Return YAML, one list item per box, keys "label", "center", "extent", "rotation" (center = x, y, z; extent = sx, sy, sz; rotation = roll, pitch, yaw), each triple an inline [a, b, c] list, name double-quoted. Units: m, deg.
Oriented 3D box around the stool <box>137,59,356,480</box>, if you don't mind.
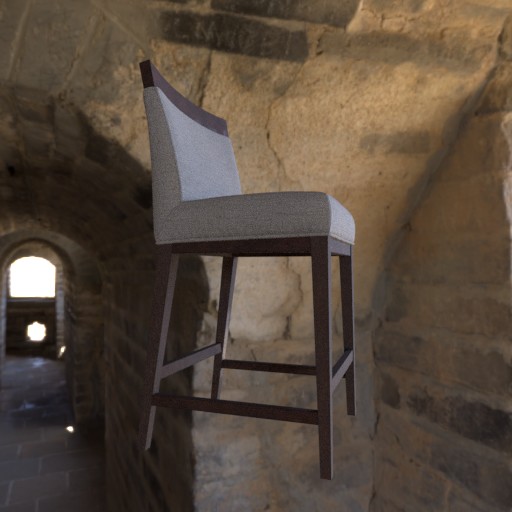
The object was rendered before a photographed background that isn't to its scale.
- label: "stool"
  center: [0.000, 0.000, 1.304]
  extent: [0.531, 1.009, 0.512]
  rotation: [0, -2, 19]
